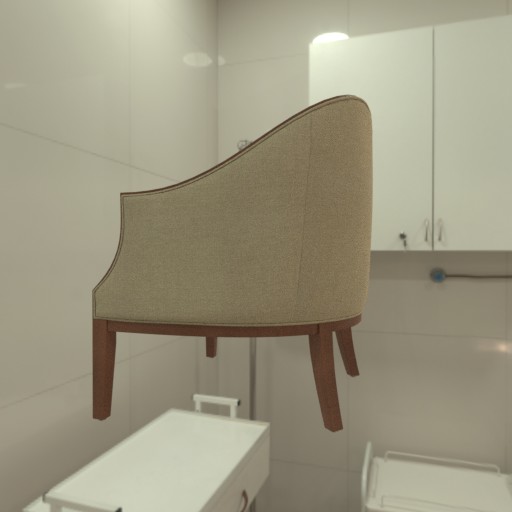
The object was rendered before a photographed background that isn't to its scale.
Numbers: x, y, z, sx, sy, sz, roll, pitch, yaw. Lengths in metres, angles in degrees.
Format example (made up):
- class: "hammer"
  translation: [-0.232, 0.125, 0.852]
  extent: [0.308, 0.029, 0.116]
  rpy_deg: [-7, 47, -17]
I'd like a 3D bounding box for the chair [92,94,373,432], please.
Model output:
- class: "chair"
  translation: [0.000, 0.000, 1.446]
  extent: [0.735, 0.876, 0.803]
  rpy_deg: [0, 0, 18]
